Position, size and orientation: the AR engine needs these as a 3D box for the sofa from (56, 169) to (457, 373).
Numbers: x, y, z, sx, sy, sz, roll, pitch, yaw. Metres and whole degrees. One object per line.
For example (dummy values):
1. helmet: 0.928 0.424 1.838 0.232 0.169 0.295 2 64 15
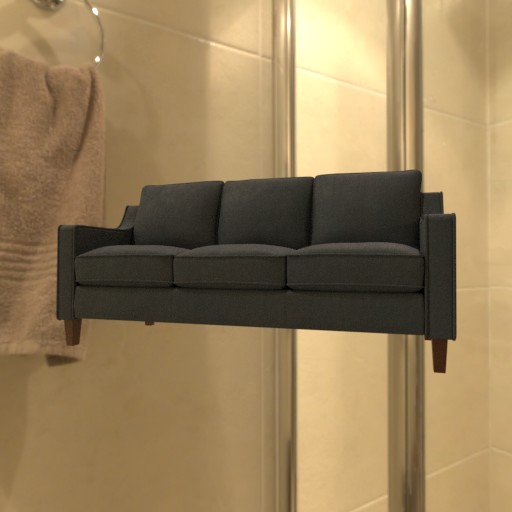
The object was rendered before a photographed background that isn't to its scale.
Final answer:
1. sofa: 0.000 0.000 2.501 1.986 0.974 0.911 0 -1 18
